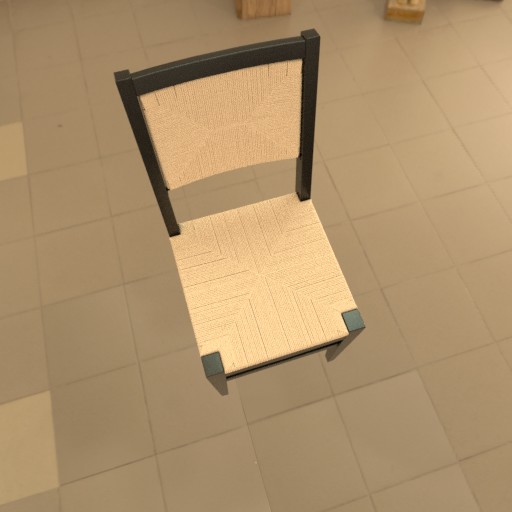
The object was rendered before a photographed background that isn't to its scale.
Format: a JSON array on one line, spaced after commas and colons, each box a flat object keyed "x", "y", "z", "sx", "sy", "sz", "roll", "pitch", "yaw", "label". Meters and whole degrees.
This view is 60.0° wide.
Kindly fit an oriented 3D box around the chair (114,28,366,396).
[{"x": 0.000, "y": 0.000, "z": 1.223, "sx": 0.437, "sy": 0.927, "sz": 0.552, "roll": -16, "pitch": 66, "yaw": -7, "label": "chair"}]
